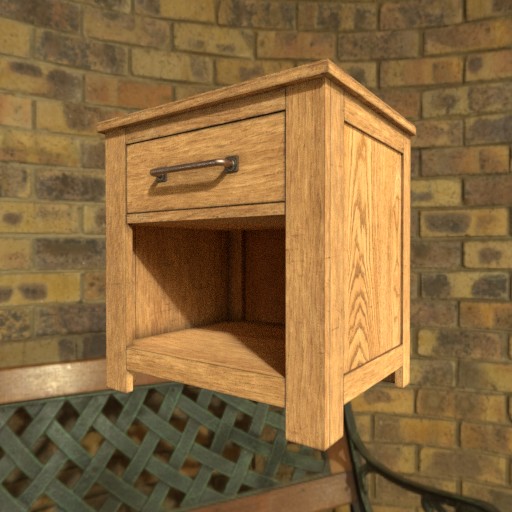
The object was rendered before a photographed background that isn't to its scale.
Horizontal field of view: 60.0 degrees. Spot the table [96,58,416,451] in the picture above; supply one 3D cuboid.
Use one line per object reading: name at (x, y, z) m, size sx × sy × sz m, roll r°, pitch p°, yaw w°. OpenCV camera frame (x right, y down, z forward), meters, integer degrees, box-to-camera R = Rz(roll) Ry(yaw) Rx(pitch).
table at (0.000, 0.000, 1.050) m, size 0.601 × 0.625 × 0.494 m, roll 0°, pitch 1°, yaw 36°
